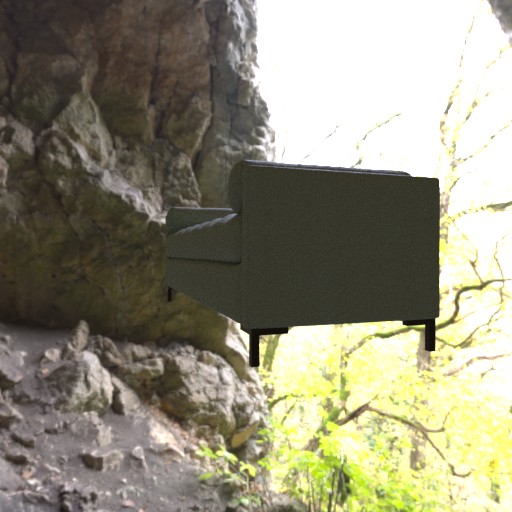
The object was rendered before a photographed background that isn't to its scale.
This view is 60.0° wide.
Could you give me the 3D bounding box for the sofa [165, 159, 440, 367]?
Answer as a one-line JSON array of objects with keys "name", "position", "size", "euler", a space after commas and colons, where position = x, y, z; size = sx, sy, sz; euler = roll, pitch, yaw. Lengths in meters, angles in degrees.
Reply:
[{"name": "sofa", "position": [0.000, 0.000, 2.526], "size": [0.796, 0.705, 2.102], "euler": [0, 0, -19]}]
